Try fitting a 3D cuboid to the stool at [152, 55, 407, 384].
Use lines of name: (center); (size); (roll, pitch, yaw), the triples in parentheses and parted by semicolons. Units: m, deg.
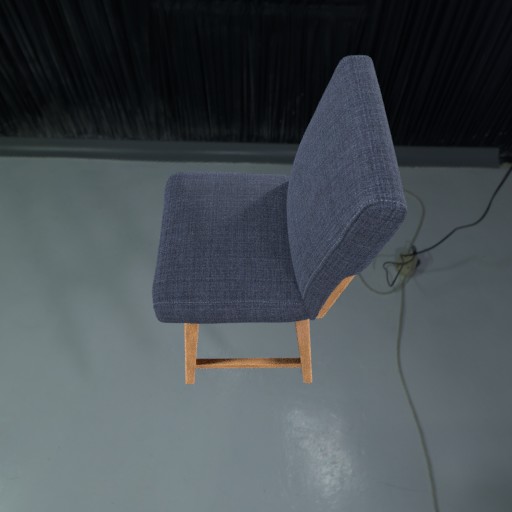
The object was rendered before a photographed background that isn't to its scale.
stool: (0.000, 0.000, 1.281); (0.526, 1.010, 0.459); (0, 59, 0)
